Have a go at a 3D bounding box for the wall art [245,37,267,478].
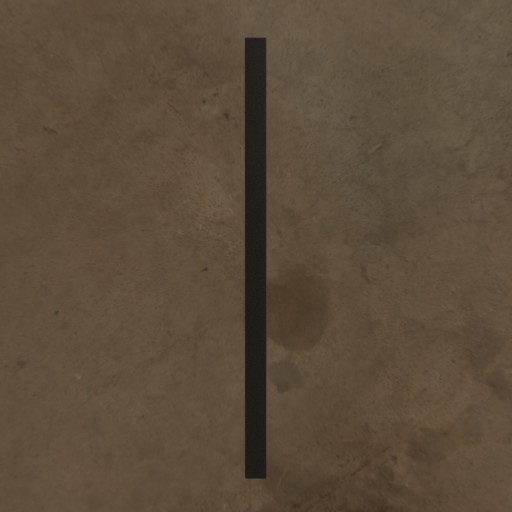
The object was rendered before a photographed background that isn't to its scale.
[{"bbox_3d":[0.000,0.000,1.146,0.037,0.763,0.763,0,91,0],"label":"wall art"}]
